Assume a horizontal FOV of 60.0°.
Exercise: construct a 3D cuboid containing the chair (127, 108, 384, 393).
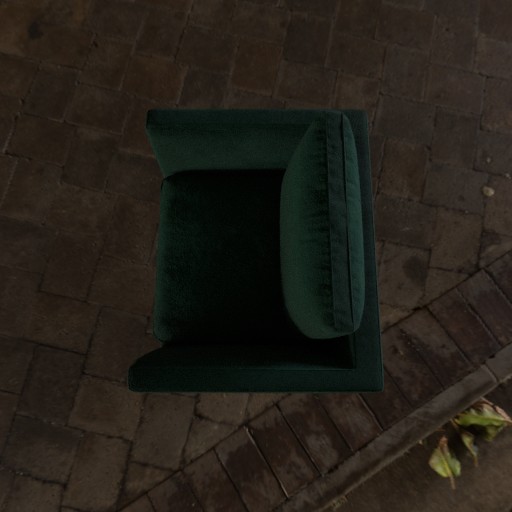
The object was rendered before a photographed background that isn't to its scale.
[{"bbox_3d":[0.000,0.000,1.810,0.852,0.997,1.047,0,76,0],"label":"chair"}]
